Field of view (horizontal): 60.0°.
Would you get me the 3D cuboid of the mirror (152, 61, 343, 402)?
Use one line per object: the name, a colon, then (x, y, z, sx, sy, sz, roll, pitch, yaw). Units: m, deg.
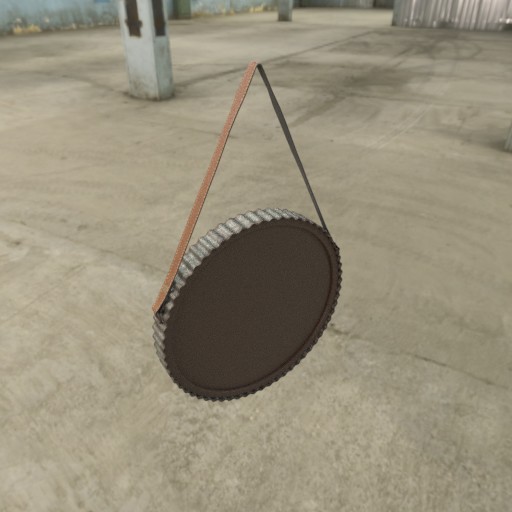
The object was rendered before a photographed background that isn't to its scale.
mirror: (0.000, 0.000, 0.703, 0.355, 0.568, 0.042, -18, 35, -28)
